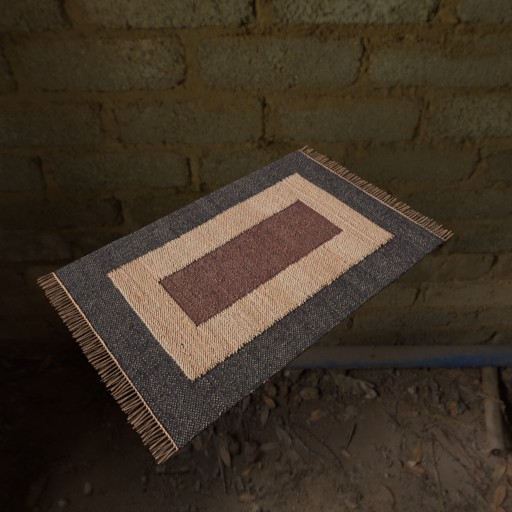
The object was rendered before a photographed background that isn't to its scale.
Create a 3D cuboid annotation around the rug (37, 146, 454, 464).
[{"bbox_3d":[0.000,0.000,2.464,2.021,0.027,1.224,-31,54,-26],"label":"rug"}]
